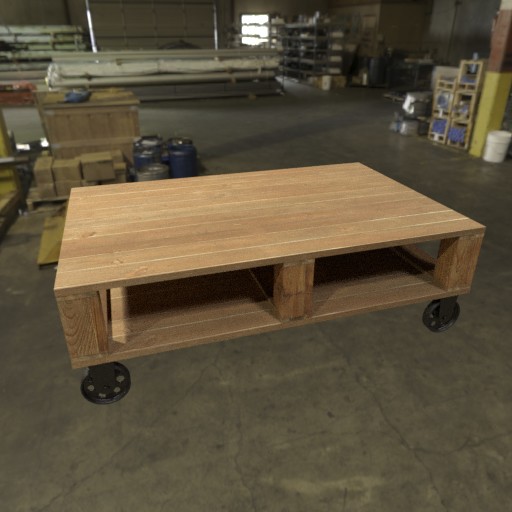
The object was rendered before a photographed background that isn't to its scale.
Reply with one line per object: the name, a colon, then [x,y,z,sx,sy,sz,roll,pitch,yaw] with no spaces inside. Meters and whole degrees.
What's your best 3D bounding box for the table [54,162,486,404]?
table: [0.000,0.000,1.703,1.299,0.413,0.827,-8,28,-16]
